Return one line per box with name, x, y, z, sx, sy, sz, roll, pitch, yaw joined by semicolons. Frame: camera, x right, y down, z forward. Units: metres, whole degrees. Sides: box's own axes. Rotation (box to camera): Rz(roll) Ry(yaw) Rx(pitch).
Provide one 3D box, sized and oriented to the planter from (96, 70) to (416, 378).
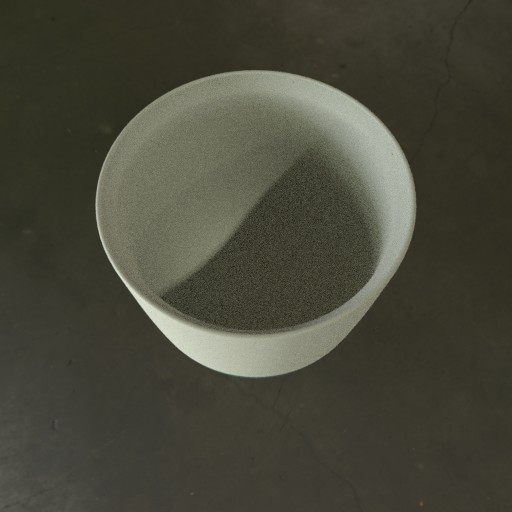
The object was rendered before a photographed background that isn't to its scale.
planter;0.000;0.000;0.380;0.204;0.214;0.204;0;64;0
